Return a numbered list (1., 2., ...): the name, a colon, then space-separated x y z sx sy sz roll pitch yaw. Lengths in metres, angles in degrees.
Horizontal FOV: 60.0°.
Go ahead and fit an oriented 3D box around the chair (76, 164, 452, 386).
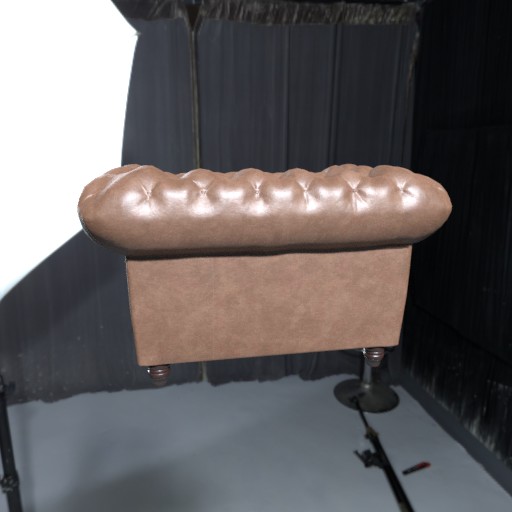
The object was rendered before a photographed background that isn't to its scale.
1. chair: 0.000 0.000 1.901 1.298 0.784 0.954 -2 14 -10
